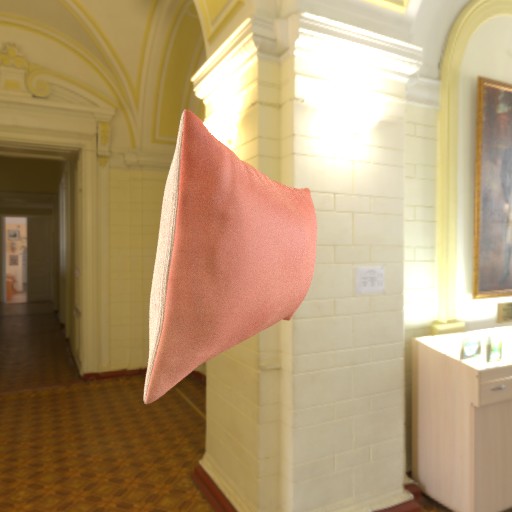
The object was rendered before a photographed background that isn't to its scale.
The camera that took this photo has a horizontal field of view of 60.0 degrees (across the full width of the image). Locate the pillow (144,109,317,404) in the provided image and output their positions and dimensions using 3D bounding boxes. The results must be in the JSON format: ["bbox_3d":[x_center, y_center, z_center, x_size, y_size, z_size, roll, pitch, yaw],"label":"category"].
[{"bbox_3d":[0.000,0.000,0.745,0.155,0.307,0.608,0,1,19],"label":"pillow"}]
